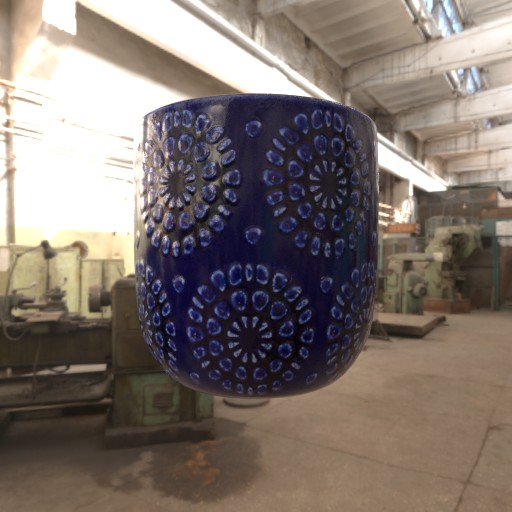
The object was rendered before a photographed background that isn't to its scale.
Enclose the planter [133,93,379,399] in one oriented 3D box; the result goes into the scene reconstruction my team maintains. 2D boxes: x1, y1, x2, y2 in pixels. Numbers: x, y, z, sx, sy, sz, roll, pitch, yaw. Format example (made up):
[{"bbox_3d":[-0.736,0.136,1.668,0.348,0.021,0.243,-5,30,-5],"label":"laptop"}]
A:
[{"bbox_3d":[0.000,0.000,0.204,0.109,0.112,0.109,0,0,0],"label":"planter"}]
